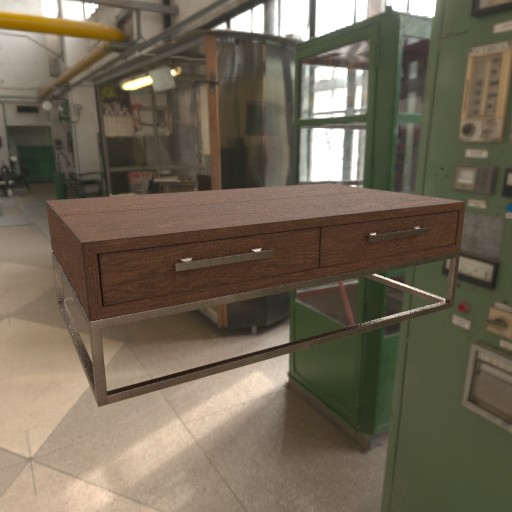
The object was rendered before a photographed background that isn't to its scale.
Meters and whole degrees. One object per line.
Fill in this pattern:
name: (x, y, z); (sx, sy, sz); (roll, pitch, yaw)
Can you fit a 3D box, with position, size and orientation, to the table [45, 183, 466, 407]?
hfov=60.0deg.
table: (0.000, 0.000, 1.465); (1.167, 0.361, 0.719); (-8, 17, -29)
